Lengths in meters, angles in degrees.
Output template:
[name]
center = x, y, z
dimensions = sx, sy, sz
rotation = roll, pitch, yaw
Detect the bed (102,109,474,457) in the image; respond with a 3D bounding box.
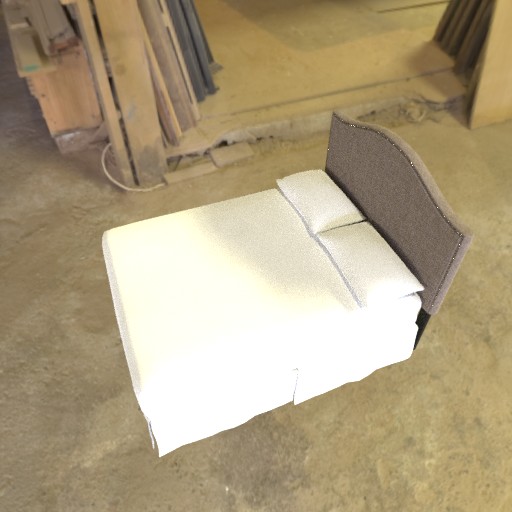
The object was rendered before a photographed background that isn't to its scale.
[bed]
center = 0.000, 0.000, 3.269
dimensions = 2.153, 1.518, 1.713
rotation = -16, 48, -15
